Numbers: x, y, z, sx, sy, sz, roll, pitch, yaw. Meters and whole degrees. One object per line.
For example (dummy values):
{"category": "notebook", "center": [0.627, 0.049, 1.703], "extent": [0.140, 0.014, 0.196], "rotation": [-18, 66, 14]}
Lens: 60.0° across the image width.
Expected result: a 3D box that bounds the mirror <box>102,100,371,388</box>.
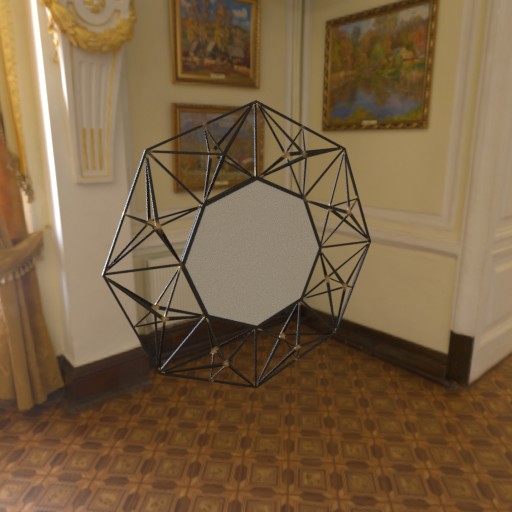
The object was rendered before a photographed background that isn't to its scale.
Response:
{"category": "mirror", "center": [0.000, 0.000, 1.067], "extent": [0.710, 0.710, 0.094], "rotation": [-7, 16, -26]}
